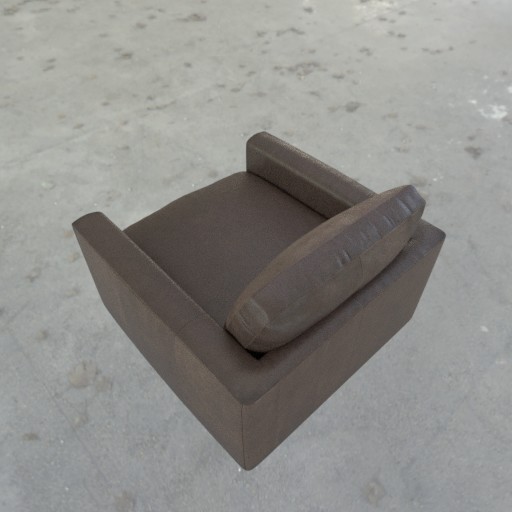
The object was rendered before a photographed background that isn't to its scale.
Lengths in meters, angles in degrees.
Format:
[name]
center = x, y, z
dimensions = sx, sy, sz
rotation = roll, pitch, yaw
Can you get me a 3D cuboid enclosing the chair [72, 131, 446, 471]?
[chair]
center = 0.000, 0.000, 1.847
dimensions = 1.100, 0.812, 1.069
rotation = -33, 54, -28
